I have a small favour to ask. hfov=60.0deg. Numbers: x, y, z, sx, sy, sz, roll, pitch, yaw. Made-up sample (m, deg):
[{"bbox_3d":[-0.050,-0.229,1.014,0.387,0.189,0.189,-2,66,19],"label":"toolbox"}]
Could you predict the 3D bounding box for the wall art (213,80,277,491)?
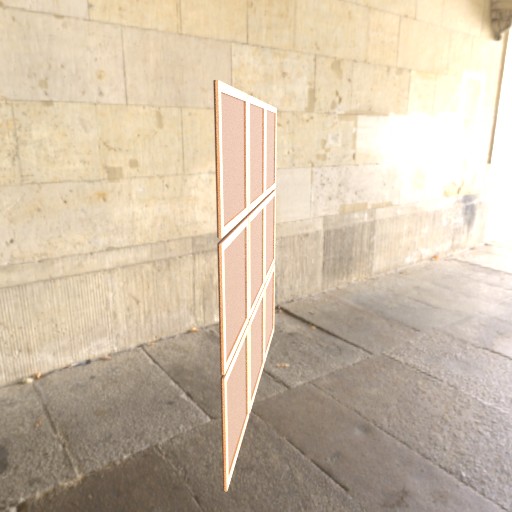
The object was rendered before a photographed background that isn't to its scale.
[{"bbox_3d":[0.000,0.000,1.821,0.013,1.218,1.216,2,15,9],"label":"wall art"}]
